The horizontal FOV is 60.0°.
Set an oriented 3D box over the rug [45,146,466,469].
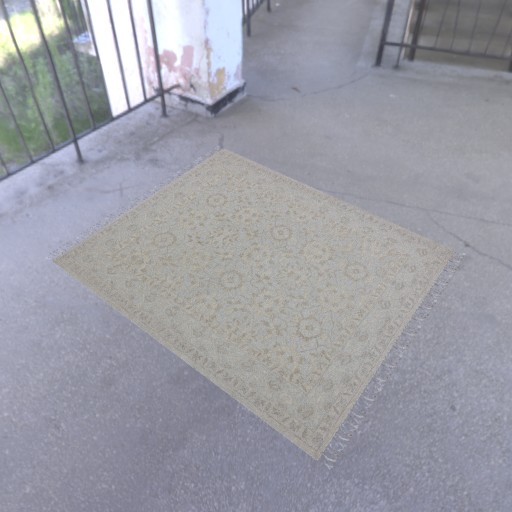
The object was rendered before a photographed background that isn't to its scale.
[{"bbox_3d":[0.000,0.000,4.076,3.043,0.013,2.444,29,52,25],"label":"rug"}]
